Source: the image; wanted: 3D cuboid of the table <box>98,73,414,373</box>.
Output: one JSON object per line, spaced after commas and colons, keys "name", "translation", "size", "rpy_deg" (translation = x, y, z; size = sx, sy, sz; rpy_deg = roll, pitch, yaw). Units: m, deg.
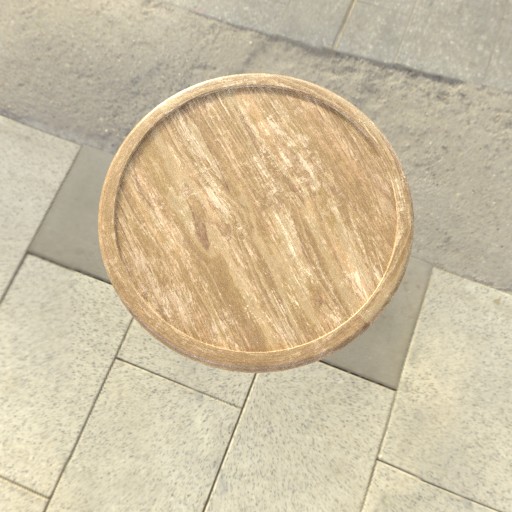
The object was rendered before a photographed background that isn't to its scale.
{"name": "table", "translation": [0.000, 0.000, 0.797], "size": [0.407, 0.482, 0.407], "rpy_deg": [0, 75, 0]}
